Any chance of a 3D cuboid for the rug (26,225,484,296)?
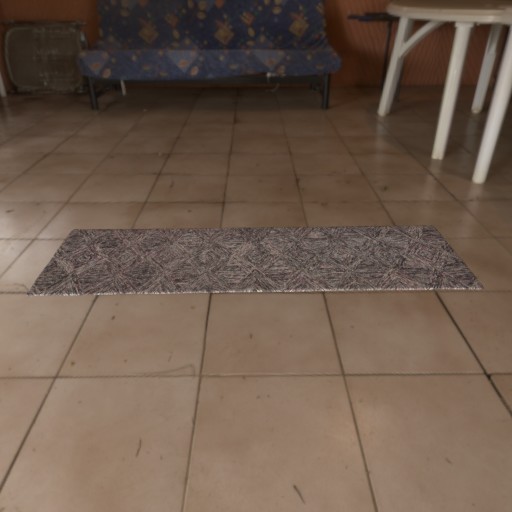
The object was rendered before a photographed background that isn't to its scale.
[{"bbox_3d":[0.000,0.000,2.521,2.305,0.013,0.719,-1,31,-1],"label":"rug"}]
